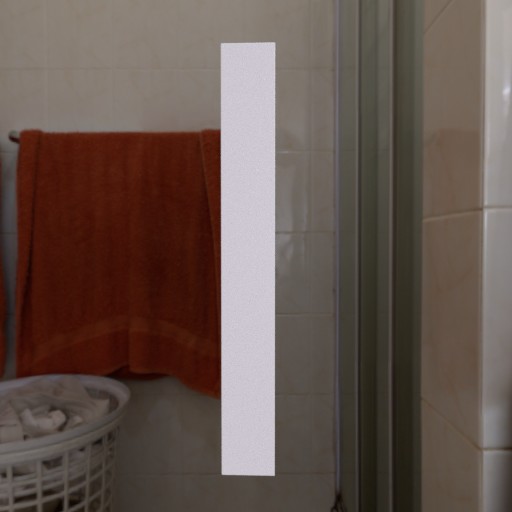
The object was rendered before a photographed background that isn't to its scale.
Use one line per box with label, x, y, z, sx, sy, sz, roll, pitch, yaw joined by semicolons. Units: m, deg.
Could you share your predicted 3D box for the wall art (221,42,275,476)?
wall art;0.000;0.000;0.464;0.038;0.305;0.305;0;2;2
